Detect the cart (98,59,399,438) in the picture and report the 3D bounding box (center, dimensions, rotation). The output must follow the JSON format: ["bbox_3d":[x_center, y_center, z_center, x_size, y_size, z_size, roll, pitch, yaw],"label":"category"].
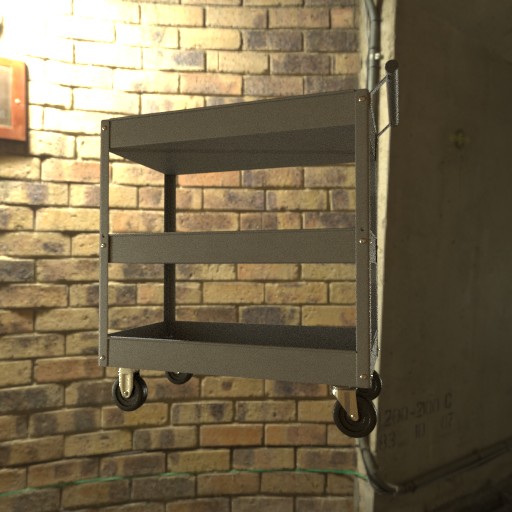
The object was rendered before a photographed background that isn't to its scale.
[{"bbox_3d":[0.000,0.000,1.164,0.719,0.780,0.366,0,-2,18],"label":"cart"}]
